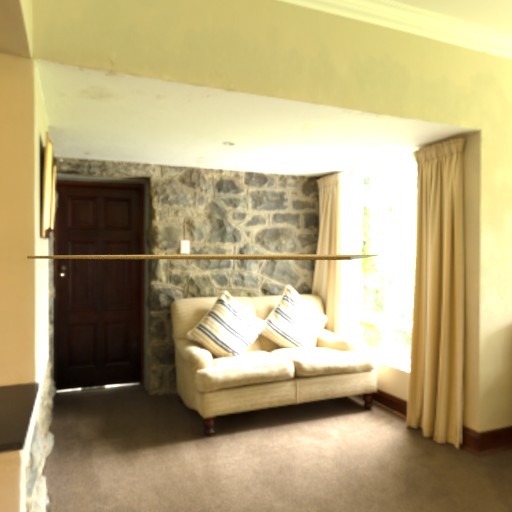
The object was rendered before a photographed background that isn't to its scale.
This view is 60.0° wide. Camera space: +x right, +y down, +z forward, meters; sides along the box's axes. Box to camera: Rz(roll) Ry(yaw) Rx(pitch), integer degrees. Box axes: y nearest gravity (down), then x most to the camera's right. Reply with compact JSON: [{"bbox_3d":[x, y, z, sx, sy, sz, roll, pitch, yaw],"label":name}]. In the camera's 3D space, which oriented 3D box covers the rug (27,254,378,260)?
[{"bbox_3d":[0.000,0.000,3.042,1.524,0.014,2.438,0,0,18],"label":"rug"}]
